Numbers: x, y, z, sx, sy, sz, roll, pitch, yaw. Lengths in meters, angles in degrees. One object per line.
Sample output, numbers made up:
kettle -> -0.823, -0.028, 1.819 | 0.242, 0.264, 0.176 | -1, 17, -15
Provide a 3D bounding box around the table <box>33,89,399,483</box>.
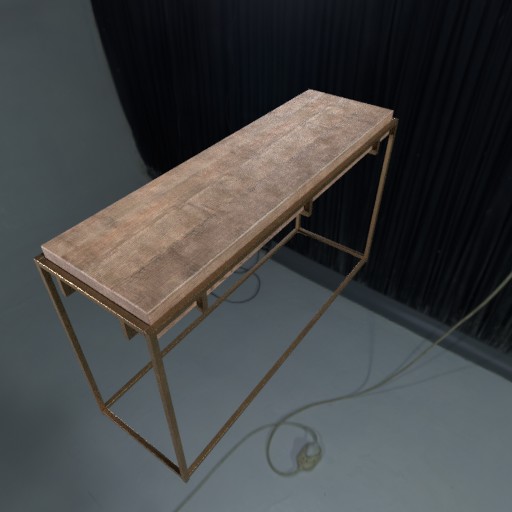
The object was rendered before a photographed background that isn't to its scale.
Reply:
table -> 0.000, 0.000, 1.746 | 0.440, 0.820, 1.400 | 26, 47, 26
